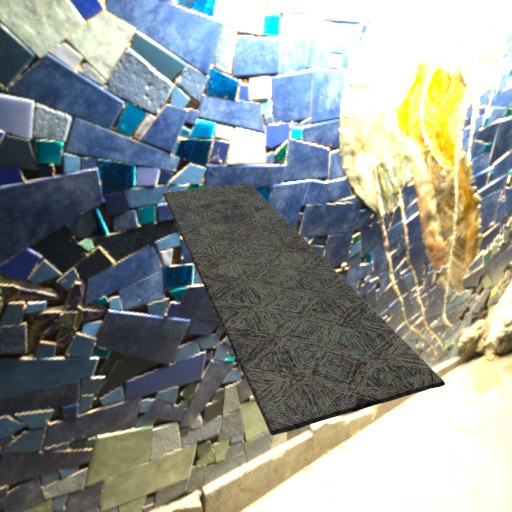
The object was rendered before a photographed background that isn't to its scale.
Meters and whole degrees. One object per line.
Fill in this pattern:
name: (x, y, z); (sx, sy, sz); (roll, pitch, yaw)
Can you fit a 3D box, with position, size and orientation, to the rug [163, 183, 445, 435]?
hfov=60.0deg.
rug: (0.000, 0.000, 2.472); (0.688, 0.015, 2.292); (-10, 30, -17)
